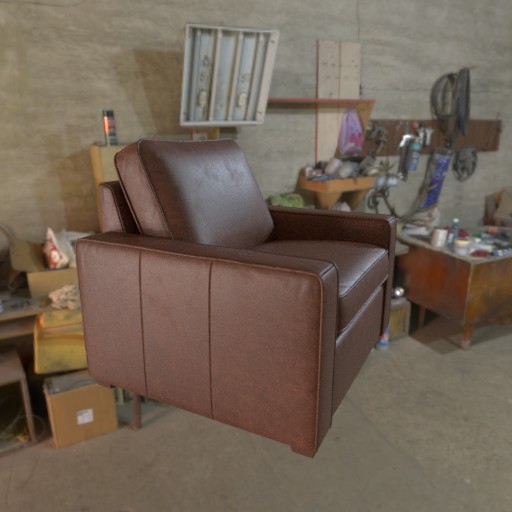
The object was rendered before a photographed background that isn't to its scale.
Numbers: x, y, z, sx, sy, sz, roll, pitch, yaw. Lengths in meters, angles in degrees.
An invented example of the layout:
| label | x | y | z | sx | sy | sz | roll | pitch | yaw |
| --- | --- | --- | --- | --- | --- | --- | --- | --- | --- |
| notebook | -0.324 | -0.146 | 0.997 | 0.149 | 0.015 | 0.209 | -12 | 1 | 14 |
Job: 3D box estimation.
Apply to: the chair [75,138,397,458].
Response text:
| label | x | y | z | sx | sy | sz | roll | pitch | yaw |
| --- | --- | --- | --- | --- | --- | --- | --- | --- | --- |
| chair | 0.000 | 0.000 | 1.787 | 0.940 | 0.919 | 1.017 | 8 | 17 | 27 |
